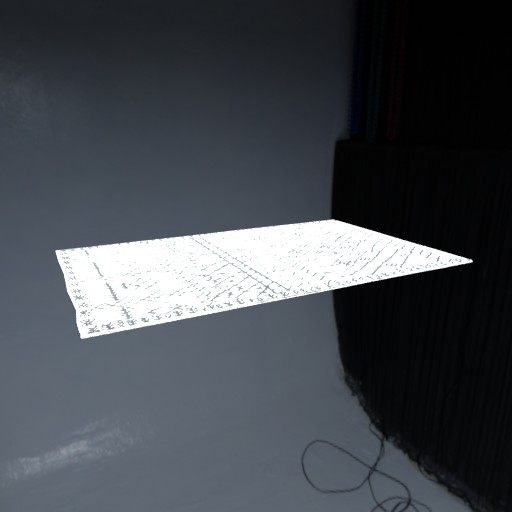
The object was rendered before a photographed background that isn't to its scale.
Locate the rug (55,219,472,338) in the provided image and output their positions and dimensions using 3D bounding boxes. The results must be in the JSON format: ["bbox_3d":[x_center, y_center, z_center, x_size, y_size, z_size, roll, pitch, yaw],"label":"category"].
[{"bbox_3d":[0.000,0.000,3.054,2.444,0.012,1.530,-8,18,-26],"label":"rug"}]
